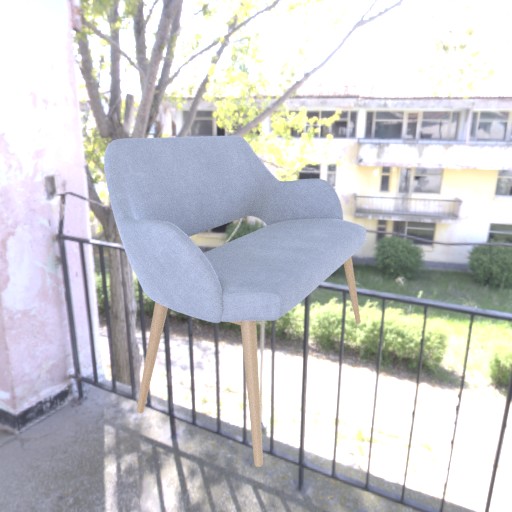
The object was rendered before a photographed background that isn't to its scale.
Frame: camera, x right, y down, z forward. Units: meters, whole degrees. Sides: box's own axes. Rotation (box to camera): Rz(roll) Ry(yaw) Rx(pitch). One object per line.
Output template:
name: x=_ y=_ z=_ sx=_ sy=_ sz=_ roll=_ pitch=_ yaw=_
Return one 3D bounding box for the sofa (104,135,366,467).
sofa: x=0.000 y=0.000 z=1.626 sx=0.610 sy=0.840 sz=1.150 roll=8 pitch=18 yaw=26
